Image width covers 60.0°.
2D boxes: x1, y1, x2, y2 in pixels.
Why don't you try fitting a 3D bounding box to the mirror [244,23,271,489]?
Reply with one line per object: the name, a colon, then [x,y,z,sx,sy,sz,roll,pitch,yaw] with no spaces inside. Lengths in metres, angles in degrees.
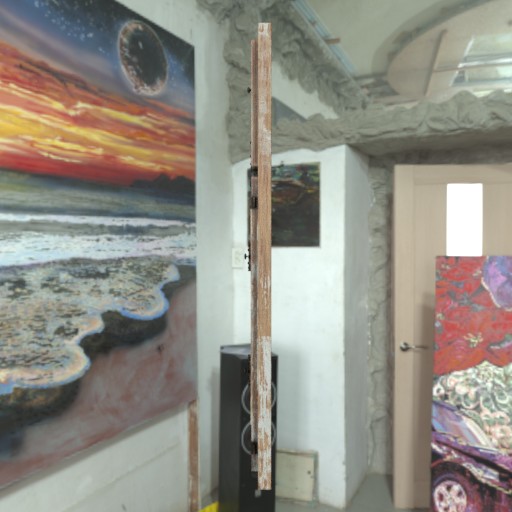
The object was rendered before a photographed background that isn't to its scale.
mirror: [0.000,0.000,1.506,0.083,1.213,0.707,0,1,0]
